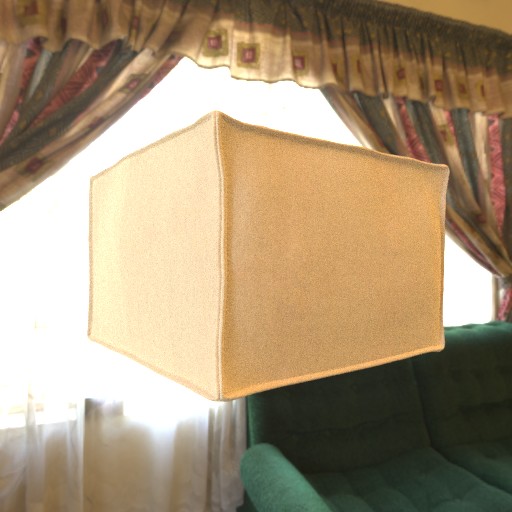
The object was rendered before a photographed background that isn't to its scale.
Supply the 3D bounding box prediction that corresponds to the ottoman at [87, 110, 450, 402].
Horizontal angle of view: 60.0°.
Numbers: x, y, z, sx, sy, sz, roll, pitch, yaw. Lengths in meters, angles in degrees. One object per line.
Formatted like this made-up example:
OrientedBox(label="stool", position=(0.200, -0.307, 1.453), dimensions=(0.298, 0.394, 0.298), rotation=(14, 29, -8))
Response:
OrientedBox(label="ottoman", position=(0.000, 0.000, 1.141), dimensions=(0.696, 0.470, 0.707), rotation=(0, 0, -37))
